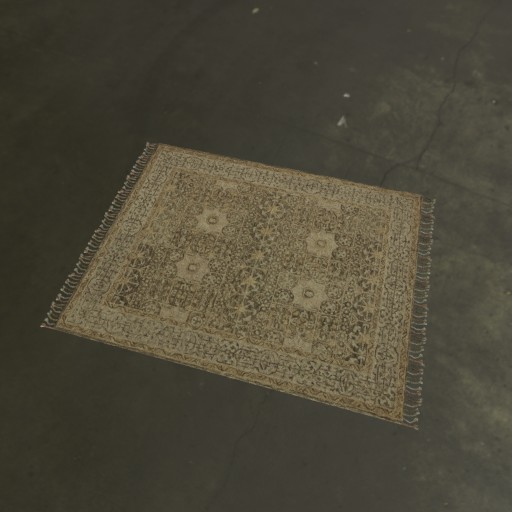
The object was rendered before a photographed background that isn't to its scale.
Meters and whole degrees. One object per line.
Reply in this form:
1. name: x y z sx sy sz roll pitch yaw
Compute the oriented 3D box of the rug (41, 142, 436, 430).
1. rug: 0.000 0.000 4.294 3.291 0.017 2.431 13 58 8
